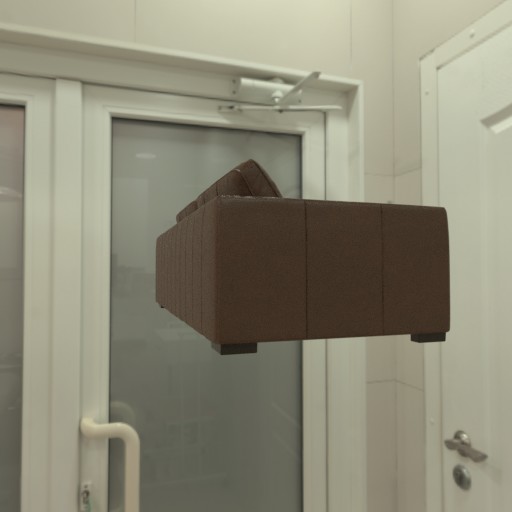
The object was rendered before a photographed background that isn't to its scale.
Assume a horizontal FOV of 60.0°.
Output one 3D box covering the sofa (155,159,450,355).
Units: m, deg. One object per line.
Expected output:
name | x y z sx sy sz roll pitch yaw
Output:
sofa | 0.000 0.000 2.818 1.070 0.801 2.262 1 -2 -18
